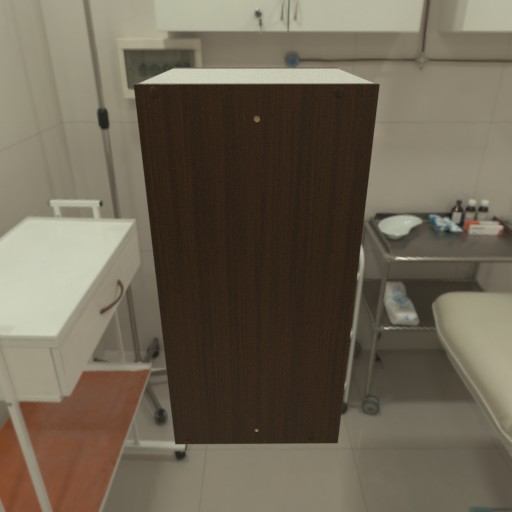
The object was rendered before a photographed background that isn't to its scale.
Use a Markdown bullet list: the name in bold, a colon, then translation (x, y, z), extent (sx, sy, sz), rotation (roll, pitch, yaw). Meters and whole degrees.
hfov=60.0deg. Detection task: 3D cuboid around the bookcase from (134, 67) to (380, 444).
- **bookcase**: translation (0.000, 0.000, 0.788), extent (0.290, 0.600, 0.300), rotation (0, 27, 0)
